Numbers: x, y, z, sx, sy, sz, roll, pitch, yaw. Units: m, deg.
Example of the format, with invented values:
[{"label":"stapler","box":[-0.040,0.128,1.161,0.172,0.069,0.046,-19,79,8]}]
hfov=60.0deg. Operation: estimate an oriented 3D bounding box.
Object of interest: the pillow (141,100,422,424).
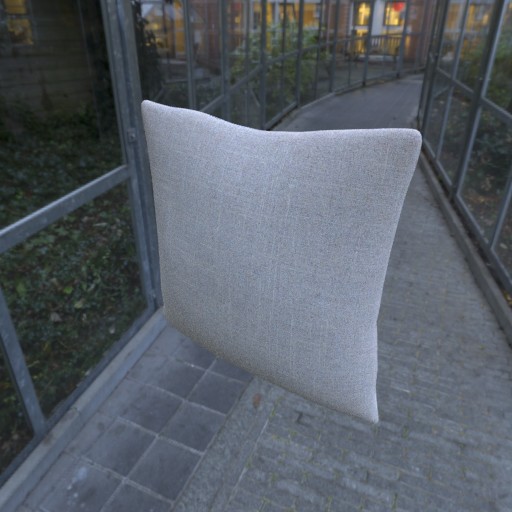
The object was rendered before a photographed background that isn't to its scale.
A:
[{"label":"pillow","box":[0.000,0.000,0.868,0.578,0.558,0.192,20,34,32]}]
